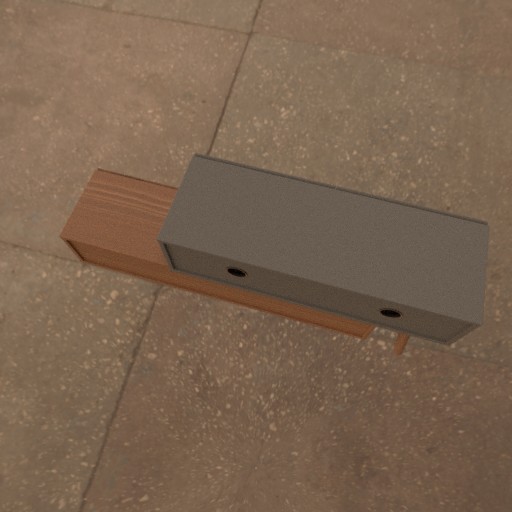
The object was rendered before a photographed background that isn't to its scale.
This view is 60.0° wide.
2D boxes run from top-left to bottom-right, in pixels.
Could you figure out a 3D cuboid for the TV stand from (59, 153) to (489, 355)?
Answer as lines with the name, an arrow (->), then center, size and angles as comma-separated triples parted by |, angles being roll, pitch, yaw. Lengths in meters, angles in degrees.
TV stand -> 0.000, 0.000, 1.581 | 1.336, 0.591, 0.329 | 15, 65, 7
